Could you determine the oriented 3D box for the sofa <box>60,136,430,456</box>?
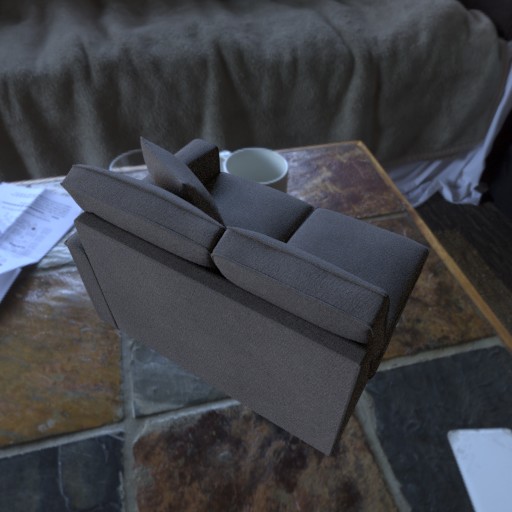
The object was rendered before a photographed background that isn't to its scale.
[{"bbox_3d":[0.000,0.000,2.067,1.388,0.989,0.991,24,52,21],"label":"sofa"}]
